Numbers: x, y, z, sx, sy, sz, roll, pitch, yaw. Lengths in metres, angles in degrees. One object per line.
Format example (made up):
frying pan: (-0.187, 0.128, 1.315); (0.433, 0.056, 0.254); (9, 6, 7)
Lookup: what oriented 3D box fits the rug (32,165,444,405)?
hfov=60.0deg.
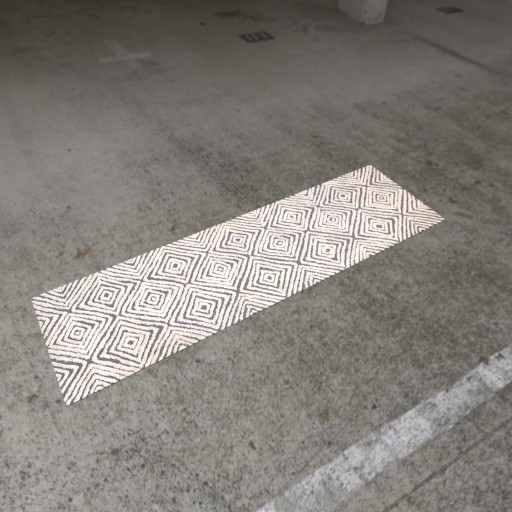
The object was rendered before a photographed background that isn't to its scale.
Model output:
rug: (0.000, 0.000, 2.475); (2.277, 0.008, 0.676); (-24, 50, -21)
